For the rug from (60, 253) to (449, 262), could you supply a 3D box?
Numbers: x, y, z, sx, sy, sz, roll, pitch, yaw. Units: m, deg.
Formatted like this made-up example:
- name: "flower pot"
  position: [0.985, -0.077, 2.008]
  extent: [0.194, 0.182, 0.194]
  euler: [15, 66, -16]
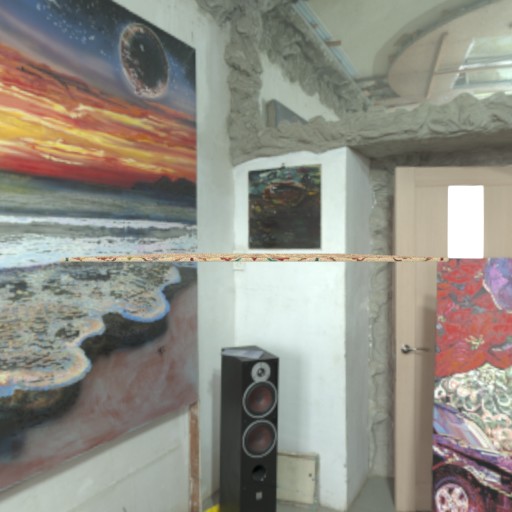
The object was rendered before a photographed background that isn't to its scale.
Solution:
- name: "rug"
  position: [0.000, 0.000, 2.309]
  extent: [1.226, 0.013, 1.838]
  euler: [0, 1, 0]
